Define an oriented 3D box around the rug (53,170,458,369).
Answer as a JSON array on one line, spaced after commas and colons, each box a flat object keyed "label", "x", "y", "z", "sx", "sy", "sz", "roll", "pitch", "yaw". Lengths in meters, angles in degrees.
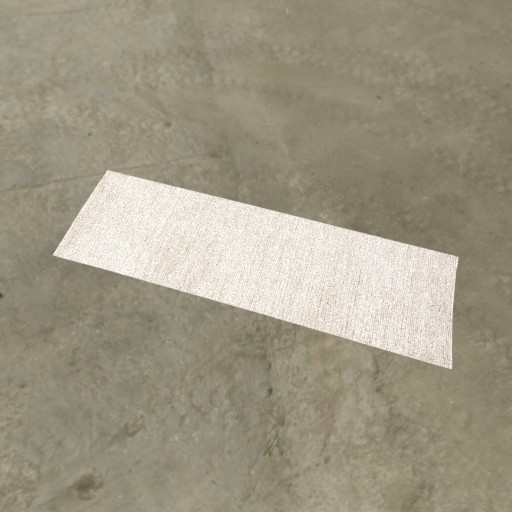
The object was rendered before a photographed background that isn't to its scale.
[{"label": "rug", "x": 0.000, "y": 0.000, "z": 2.655, "sx": 2.346, "sy": 0.013, "sz": 0.712, "roll": 15, "pitch": 60, "yaw": 9}]
